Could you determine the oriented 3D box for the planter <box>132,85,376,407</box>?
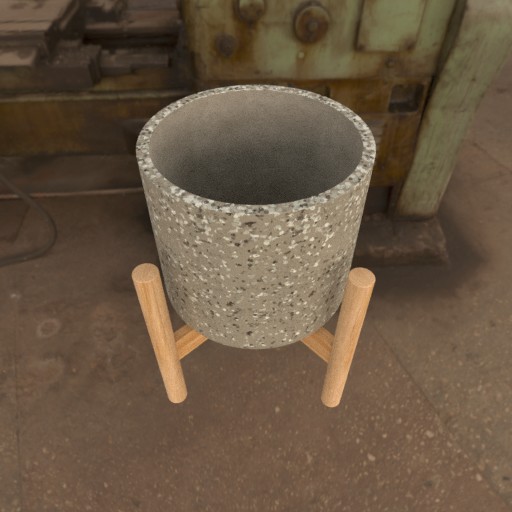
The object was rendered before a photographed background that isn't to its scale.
[{"bbox_3d":[0.000,0.000,0.532,0.284,0.320,0.284,-15,48,-14],"label":"planter"}]
